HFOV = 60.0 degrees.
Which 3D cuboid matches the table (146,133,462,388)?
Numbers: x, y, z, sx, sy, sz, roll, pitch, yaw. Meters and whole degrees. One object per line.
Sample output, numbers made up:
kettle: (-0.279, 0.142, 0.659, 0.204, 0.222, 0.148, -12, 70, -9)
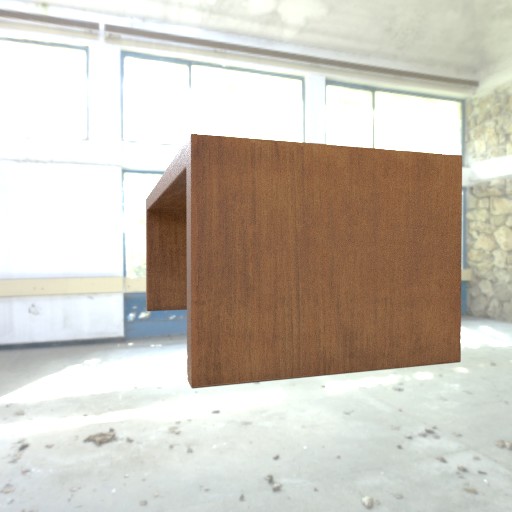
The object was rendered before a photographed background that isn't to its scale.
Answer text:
table: (0.000, 0.000, 1.285, 0.549, 0.419, 1.000, 0, 1, -18)
